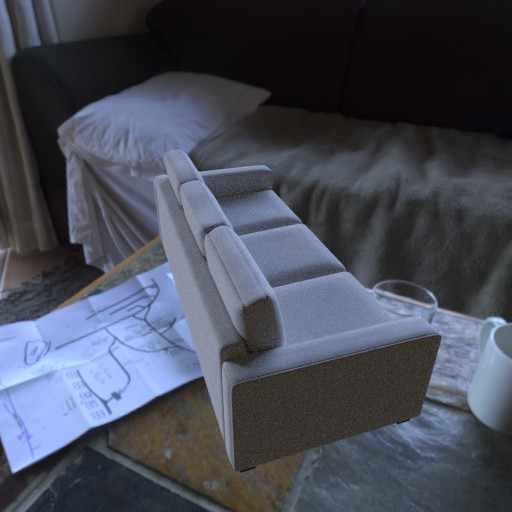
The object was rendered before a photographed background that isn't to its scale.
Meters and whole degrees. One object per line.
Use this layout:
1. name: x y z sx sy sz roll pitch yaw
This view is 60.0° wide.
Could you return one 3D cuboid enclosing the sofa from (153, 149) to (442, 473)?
1. sofa: 0.000 0.000 2.584 0.900 0.800 2.120 -10 32 -16
